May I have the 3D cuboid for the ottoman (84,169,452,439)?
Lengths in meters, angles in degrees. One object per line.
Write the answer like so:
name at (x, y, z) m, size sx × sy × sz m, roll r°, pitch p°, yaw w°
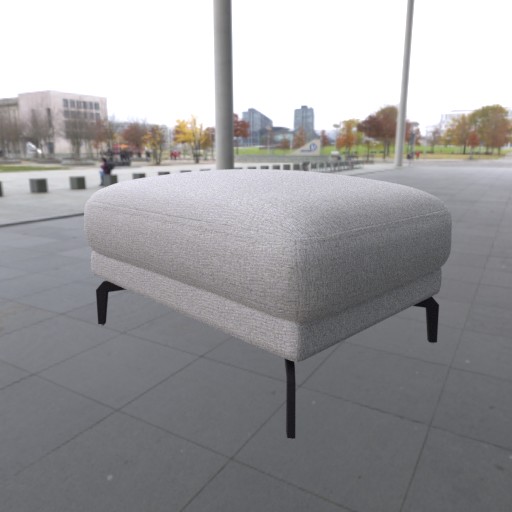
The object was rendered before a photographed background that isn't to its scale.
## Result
ottoman at (0.000, 0.000, 1.100) m, size 0.568 × 0.420 × 0.772 m, roll -13°, pitch 18°, yaw -43°
